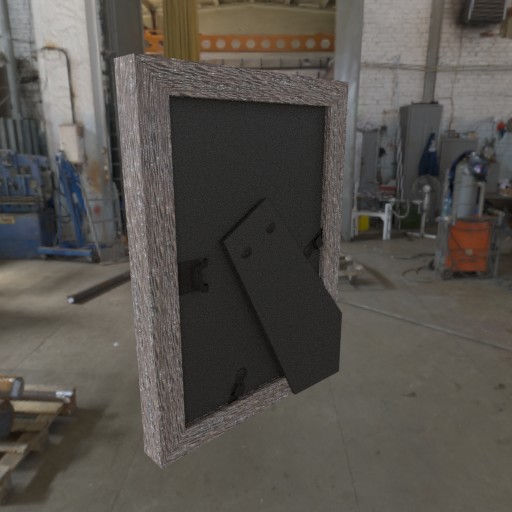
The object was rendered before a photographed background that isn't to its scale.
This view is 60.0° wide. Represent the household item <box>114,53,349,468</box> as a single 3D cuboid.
[{"bbox_3d":[0.000,0.000,0.233,0.133,0.180,0.020,-14,21,-42],"label":"household item"}]
